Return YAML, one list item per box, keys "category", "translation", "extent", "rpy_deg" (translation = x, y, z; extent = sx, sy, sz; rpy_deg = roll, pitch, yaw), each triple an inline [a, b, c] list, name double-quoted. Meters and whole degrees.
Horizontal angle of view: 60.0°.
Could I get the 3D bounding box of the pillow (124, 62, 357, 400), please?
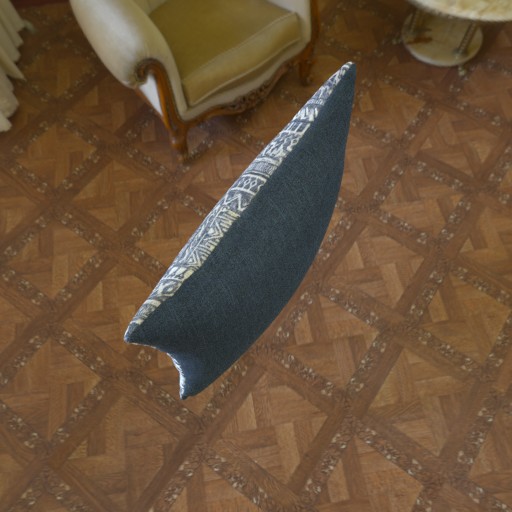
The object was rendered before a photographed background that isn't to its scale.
- category: "pillow"
  translation: [0.000, 0.000, 0.814]
  extent: [0.180, 0.487, 0.546]
  rpy_deg: [32, 69, 14]
